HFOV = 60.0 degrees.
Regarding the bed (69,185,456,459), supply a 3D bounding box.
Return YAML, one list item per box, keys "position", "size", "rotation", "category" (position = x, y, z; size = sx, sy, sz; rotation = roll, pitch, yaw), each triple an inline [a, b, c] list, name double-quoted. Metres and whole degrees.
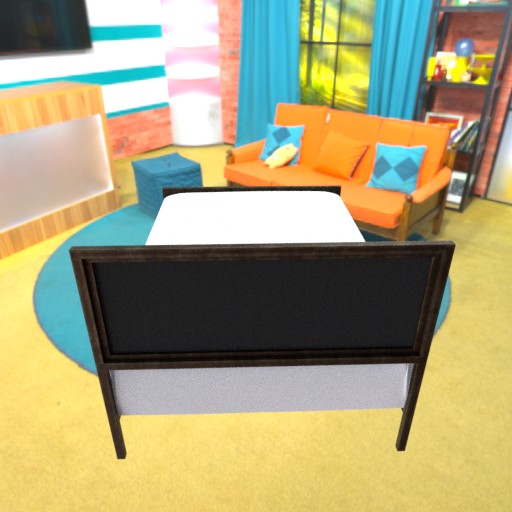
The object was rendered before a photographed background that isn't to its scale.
- position: [0.000, 0.000, 3.124]
  size: [1.607, 1.313, 2.221]
  rotation: [-1, 29, -2]
  category: "bed"
